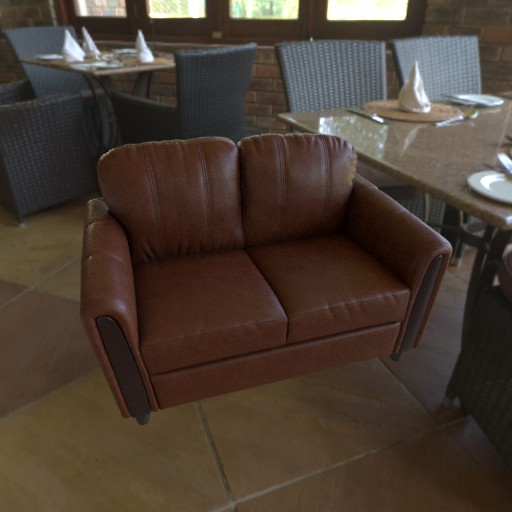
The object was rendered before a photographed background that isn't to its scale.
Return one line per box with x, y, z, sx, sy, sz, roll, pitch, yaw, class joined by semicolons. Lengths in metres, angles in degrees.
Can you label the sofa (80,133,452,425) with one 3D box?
0.000;0.000;1.940;1.406;0.906;0.805;-9;30;-16;sofa
